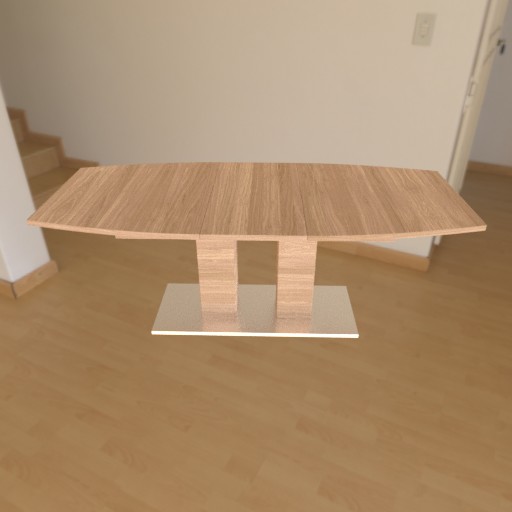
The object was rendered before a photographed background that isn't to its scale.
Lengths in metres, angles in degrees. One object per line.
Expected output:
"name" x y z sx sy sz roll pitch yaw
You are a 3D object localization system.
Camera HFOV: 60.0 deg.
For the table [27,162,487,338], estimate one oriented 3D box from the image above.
"table" 0.000 0.000 2.434 2.032 0.750 0.900 1 31 1
